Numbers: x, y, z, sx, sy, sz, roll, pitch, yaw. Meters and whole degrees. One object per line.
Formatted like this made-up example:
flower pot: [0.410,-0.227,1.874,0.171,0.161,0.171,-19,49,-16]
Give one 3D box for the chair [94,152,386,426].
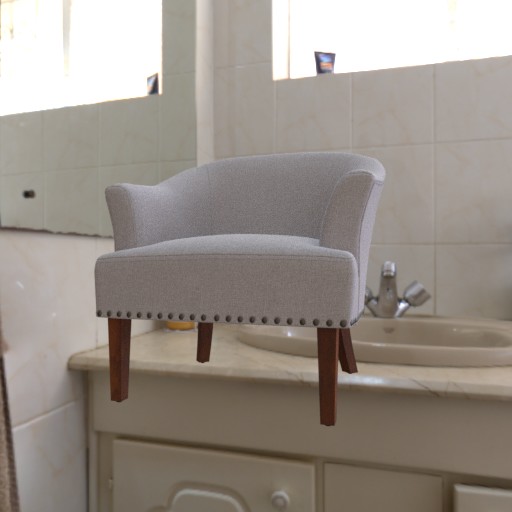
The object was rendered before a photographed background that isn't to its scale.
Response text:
chair: [0.000,0.000,1.427,0.798,0.815,0.704,0,-1,18]
